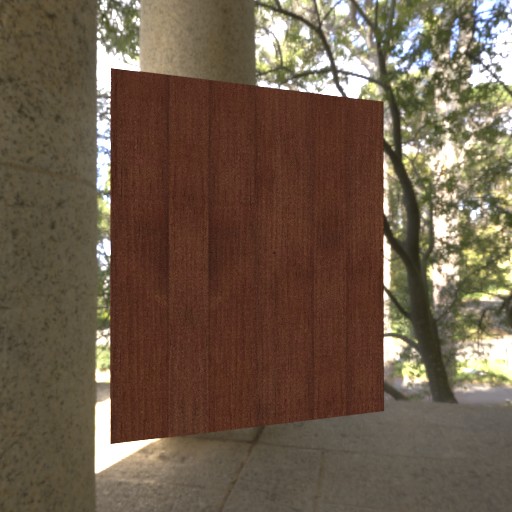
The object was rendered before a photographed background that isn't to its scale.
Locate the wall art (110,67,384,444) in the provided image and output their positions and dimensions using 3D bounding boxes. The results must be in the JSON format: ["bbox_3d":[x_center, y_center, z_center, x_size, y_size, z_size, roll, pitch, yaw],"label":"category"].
[{"bbox_3d":[0.000,0.000,0.604,0.377,0.449,0.039,0,0,-18],"label":"wall art"}]
